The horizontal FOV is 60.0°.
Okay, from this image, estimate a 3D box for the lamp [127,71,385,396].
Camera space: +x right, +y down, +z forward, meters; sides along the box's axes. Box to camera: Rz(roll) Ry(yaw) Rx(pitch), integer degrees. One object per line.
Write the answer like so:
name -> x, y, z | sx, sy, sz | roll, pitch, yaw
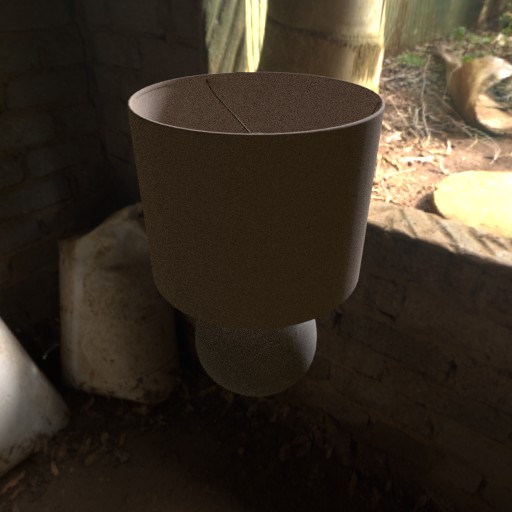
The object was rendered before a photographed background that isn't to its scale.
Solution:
lamp -> 0.000, 0.000, 0.585 | 0.269, 0.409, 0.269 | 1, 33, 2
